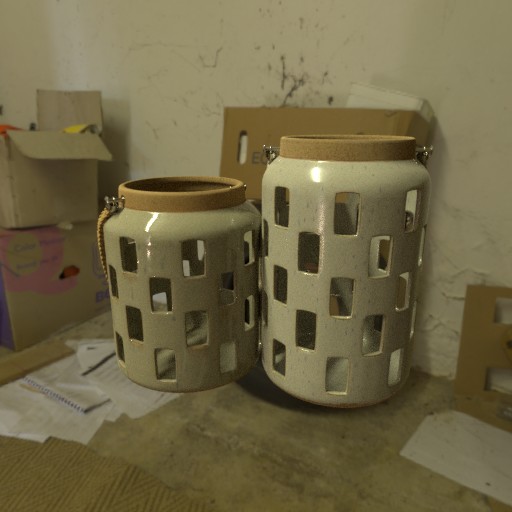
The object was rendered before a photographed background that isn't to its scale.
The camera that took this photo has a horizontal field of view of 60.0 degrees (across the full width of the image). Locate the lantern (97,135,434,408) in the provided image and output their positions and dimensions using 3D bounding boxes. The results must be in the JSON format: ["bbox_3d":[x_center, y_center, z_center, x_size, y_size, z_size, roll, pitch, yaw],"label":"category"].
[{"bbox_3d":[0.000,0.000,0.489,0.347,0.255,0.184,2,17,8],"label":"lantern"}]
